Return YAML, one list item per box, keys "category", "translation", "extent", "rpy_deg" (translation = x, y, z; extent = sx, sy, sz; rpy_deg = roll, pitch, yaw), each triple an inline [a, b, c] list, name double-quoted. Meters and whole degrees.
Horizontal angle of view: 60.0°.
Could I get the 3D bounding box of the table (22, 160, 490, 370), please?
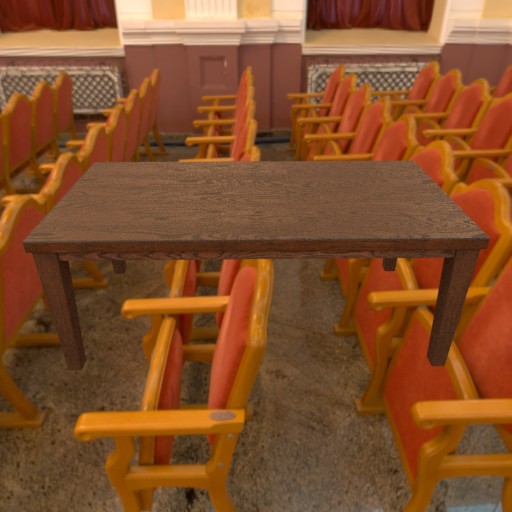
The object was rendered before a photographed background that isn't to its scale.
- category: "table"
  translation: [0.000, 0.000, 2.503]
  extent: [1.981, 0.762, 1.016]
  rpy_deg: [0, 31, -1]
